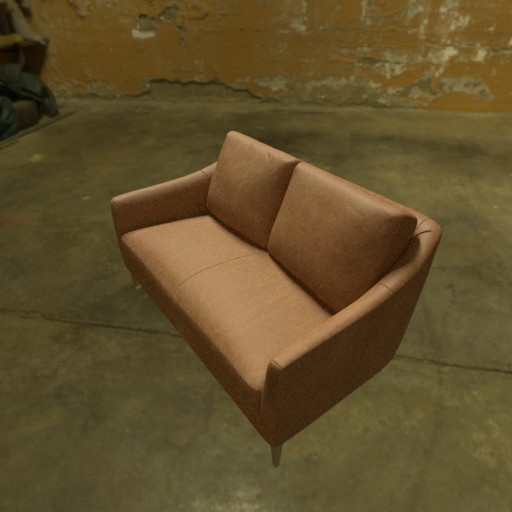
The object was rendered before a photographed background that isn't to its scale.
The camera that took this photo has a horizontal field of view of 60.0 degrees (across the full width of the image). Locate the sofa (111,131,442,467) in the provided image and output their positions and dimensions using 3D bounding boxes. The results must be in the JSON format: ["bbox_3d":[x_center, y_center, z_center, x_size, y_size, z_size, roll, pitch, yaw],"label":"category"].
[{"bbox_3d":[0.000,0.000,2.256,0.960,0.902,1.619,-20,37,-29],"label":"sofa"}]
